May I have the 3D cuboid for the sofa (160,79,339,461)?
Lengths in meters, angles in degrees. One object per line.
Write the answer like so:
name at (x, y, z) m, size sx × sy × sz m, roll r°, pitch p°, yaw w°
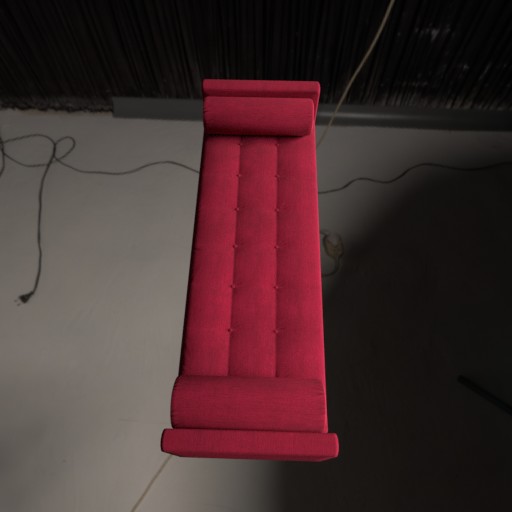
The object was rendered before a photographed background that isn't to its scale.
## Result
sofa at (0.000, 0.000, 2.385) m, size 0.686 × 0.635 × 1.981 m, roll 1°, pitch 63°, yaw 1°
